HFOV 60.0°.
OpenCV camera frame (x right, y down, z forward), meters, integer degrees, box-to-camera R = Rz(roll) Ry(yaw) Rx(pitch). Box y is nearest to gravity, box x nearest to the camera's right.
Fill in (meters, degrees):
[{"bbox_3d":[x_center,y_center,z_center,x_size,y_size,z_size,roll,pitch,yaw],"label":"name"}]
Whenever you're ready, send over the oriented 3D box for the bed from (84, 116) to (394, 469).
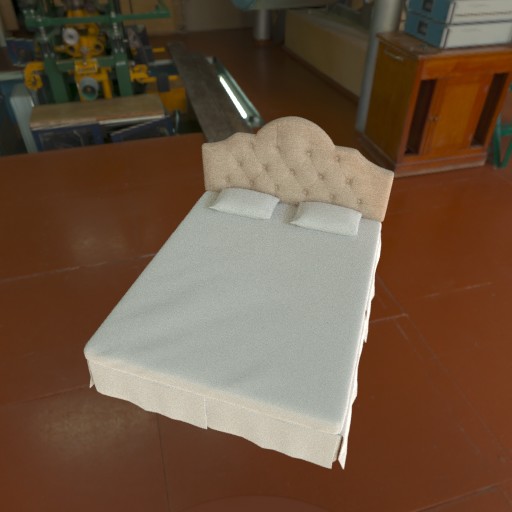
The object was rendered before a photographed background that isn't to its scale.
[{"bbox_3d":[0.000,0.000,3.011,1.667,1.194,1.970,12,41,14],"label":"bed"}]
